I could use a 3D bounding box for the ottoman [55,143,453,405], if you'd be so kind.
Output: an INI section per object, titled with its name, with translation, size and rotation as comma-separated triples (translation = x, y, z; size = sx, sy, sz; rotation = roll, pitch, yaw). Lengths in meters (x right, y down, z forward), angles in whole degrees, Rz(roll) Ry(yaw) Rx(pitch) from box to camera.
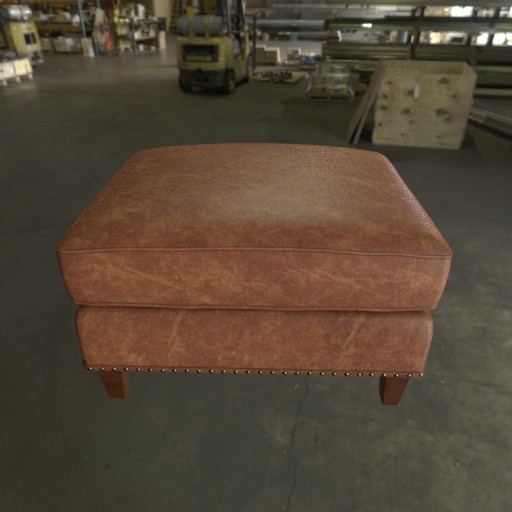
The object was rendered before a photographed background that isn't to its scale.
[ottoman]
translation = 0.000, 0.000, 1.129
size = 0.742, 0.486, 0.586
rotation = 1, 30, 1
